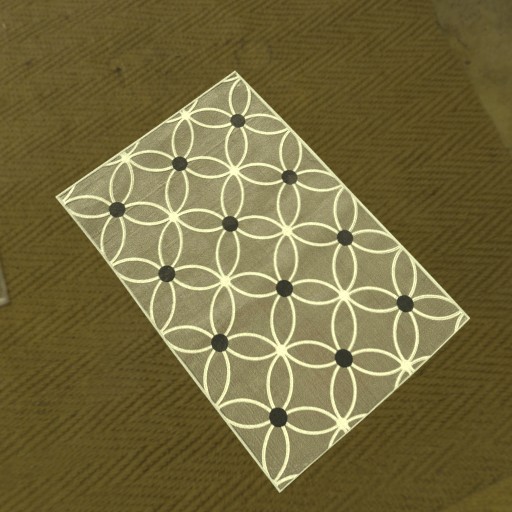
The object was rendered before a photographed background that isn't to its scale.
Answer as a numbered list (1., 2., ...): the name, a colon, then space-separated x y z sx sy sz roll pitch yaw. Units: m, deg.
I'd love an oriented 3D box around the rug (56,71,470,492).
1. rug: 0.000 0.000 2.796 1.522 0.008 2.284 -39 78 -9
